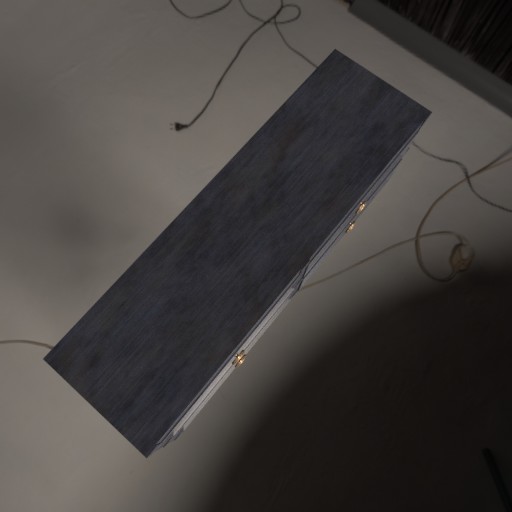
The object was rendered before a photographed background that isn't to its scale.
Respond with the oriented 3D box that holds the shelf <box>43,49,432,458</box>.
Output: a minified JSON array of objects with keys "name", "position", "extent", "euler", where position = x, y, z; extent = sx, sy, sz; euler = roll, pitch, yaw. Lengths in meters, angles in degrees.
[{"name":"shelf","position":[0.000,0.000,1.901],"extent":[0.479,0.719,1.575],"euler":[38,77,11]}]
